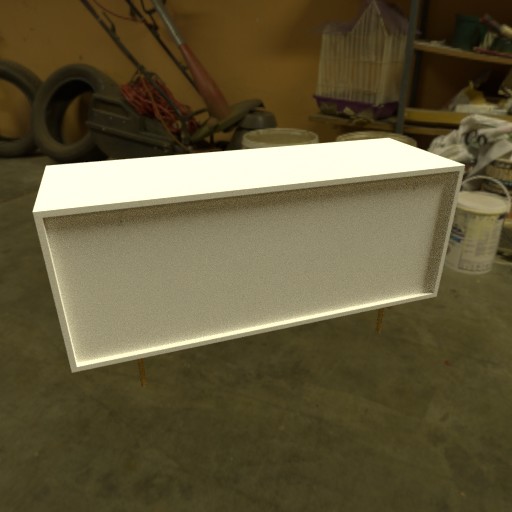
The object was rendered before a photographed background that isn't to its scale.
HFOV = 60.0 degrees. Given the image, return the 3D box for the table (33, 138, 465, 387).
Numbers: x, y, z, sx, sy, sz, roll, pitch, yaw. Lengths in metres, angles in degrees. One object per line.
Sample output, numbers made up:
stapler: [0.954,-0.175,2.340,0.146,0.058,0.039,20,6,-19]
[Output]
table: [0.000,0.000,1.850,1.500,0.769,0.508,-9,28,-17]
